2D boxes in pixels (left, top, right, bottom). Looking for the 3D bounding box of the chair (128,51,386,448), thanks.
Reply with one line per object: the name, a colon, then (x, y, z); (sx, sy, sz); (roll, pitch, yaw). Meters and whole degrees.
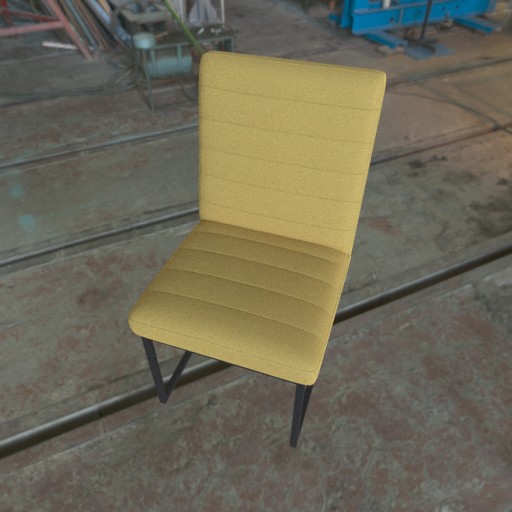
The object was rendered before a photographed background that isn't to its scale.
chair: (0.000, 0.000, 1.295); (0.520, 0.930, 0.634); (13, 44, 14)
